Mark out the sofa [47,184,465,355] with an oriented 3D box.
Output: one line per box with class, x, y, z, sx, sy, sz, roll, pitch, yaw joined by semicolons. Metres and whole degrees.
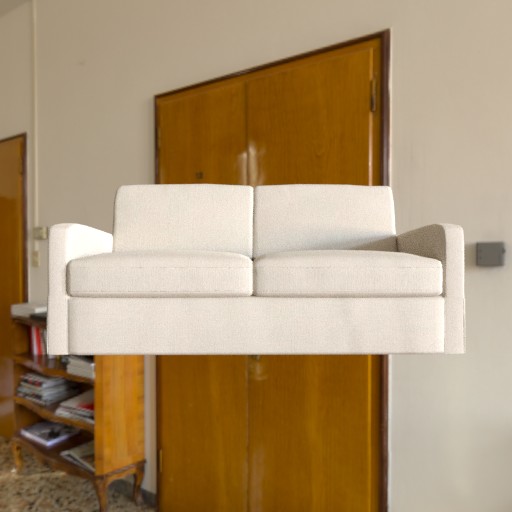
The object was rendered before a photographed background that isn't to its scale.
sofa;0.000;0.000;2.307;1.808;0.831;0.894;0;1;0
